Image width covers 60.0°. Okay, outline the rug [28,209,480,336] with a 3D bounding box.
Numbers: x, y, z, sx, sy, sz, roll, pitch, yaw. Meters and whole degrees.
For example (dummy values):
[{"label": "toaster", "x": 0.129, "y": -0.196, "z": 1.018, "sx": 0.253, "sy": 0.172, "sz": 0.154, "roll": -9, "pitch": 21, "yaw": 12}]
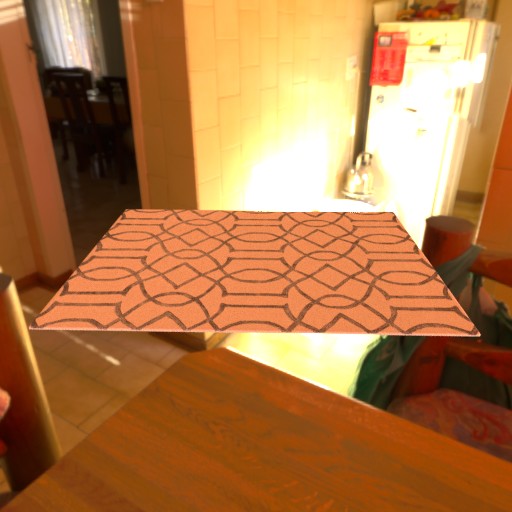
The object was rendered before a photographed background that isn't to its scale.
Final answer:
[{"label": "rug", "x": 0.000, "y": 0.000, "z": 3.828, "sx": 2.910, "sy": 0.021, "sz": 2.211, "roll": 1, "pitch": 26, "yaw": 1}]
